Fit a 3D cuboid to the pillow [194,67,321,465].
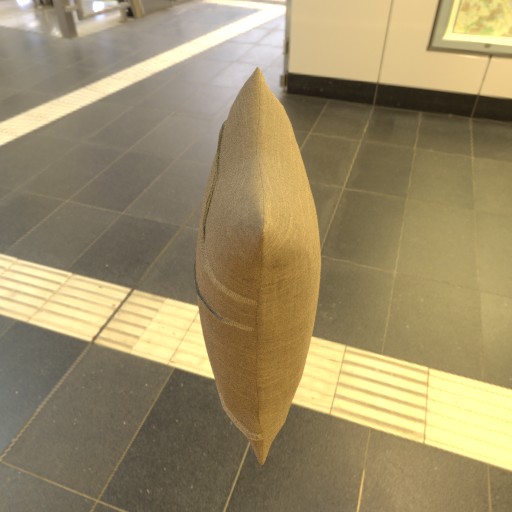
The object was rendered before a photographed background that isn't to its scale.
[{"bbox_3d":[0.000,0.000,0.636,0.169,0.400,0.424,0,40,0],"label":"pillow"}]
